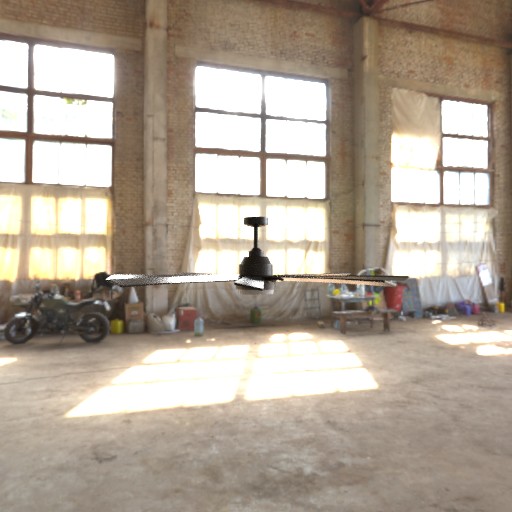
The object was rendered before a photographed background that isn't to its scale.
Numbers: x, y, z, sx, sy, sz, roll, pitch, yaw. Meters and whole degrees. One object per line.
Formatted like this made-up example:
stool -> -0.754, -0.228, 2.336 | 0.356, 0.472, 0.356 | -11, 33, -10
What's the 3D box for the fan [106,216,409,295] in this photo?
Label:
fan -> 0.000, 0.000, 2.726 | 1.830, 0.472, 1.830 | 0, -1, 2
